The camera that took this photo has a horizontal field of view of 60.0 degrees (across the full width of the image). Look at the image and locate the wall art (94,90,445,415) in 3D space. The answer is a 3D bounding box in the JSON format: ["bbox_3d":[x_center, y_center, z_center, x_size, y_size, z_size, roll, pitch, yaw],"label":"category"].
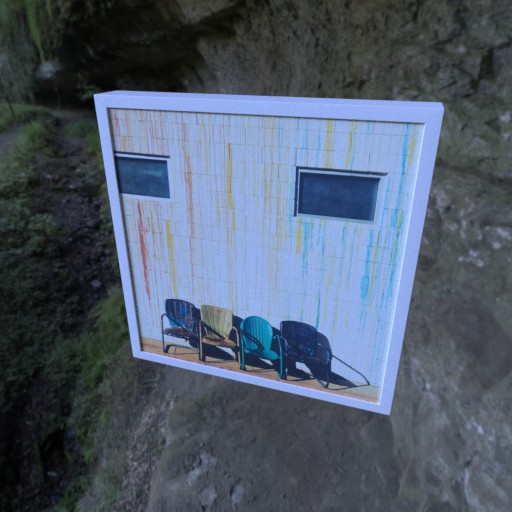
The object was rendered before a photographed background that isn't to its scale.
[{"bbox_3d":[0.000,0.000,0.451,0.305,0.305,0.038,8,27,16],"label":"wall art"}]
